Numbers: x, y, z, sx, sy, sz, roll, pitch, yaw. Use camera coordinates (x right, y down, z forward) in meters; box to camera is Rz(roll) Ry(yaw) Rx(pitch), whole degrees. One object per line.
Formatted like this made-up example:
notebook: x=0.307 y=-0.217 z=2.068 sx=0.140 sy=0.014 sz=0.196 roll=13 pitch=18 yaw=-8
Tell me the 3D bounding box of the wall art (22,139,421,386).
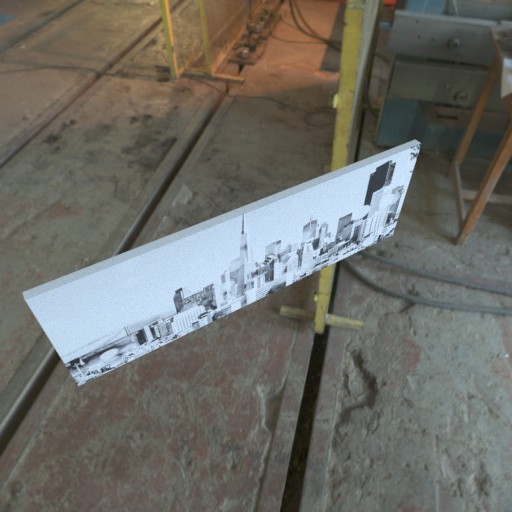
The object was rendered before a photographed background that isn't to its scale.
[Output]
wall art: x=0.000 y=0.000 z=1.695 sx=1.520 sy=0.507 sz=0.039 roll=-24 pitch=51 yaw=-21
